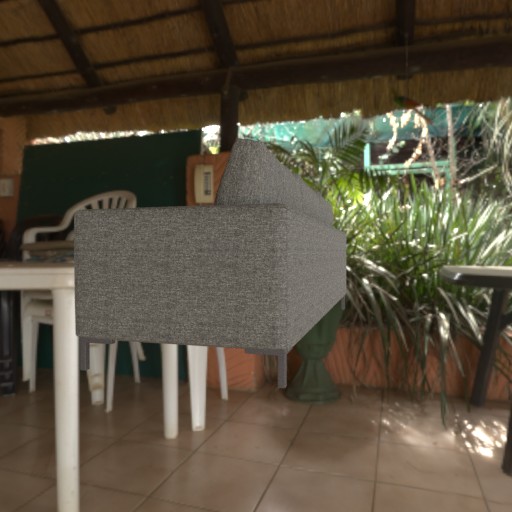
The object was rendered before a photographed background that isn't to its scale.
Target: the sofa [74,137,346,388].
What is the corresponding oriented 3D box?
[{"bbox_3d":[0.000,0.000,2.663,0.876,0.879,2.253,0,0,17],"label":"sofa"}]
